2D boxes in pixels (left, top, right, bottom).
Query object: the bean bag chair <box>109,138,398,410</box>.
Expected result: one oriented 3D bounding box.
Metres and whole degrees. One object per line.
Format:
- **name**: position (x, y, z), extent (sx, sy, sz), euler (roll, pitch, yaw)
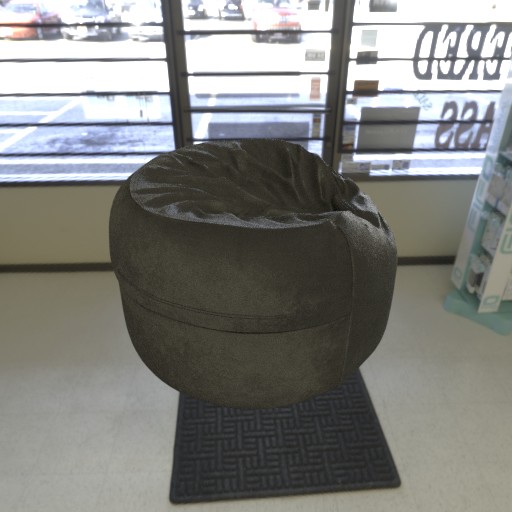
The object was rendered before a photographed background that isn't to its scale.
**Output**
- **bean bag chair**: position (0.000, 0.000, 1.495), extent (0.918, 0.605, 0.918), euler (0, 31, 0)
